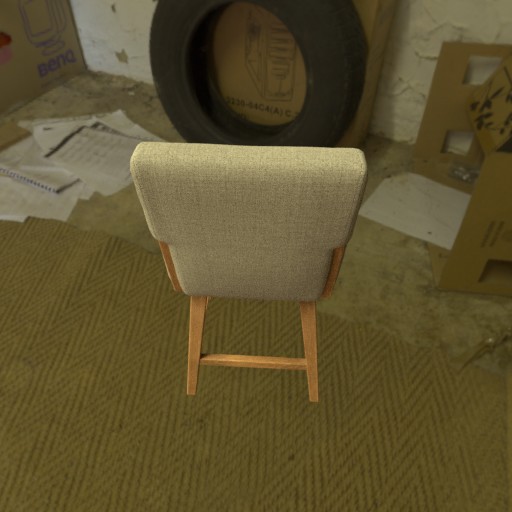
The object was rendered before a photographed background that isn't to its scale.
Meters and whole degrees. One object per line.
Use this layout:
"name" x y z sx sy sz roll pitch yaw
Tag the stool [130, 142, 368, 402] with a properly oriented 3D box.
"stool" 0.000 0.000 1.314 0.459 1.010 0.526 2 46 2
